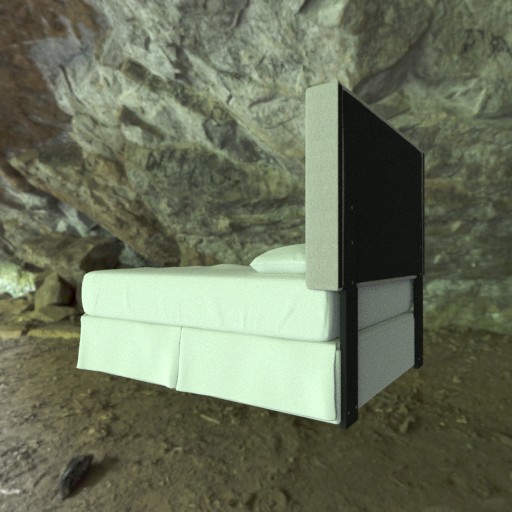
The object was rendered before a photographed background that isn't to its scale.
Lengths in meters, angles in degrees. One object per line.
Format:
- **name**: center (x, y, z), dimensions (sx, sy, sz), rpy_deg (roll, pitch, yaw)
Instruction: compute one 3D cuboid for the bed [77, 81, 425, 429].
- **bed**: center (0.000, 0.000, 3.333), dimensions (2.066, 1.665, 1.719), rpy_deg (0, 0, 34)
